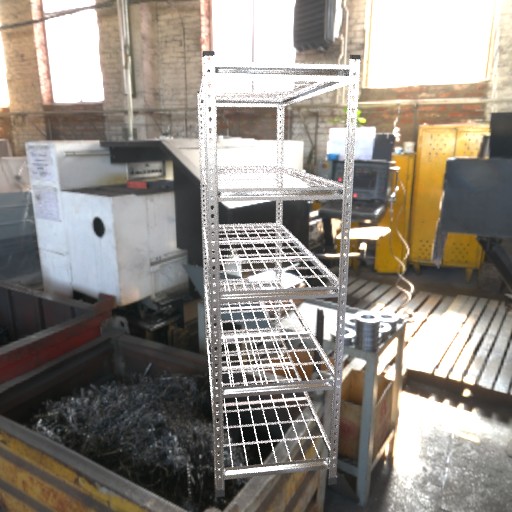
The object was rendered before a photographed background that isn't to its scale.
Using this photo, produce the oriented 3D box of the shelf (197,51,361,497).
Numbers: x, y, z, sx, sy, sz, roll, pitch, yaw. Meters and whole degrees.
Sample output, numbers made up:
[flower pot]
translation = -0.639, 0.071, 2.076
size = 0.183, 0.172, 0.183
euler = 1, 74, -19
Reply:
[shelf]
translation = 0.000, 0.000, 2.647
size = 0.610, 1.981, 1.524
euler = -2, 15, -8
